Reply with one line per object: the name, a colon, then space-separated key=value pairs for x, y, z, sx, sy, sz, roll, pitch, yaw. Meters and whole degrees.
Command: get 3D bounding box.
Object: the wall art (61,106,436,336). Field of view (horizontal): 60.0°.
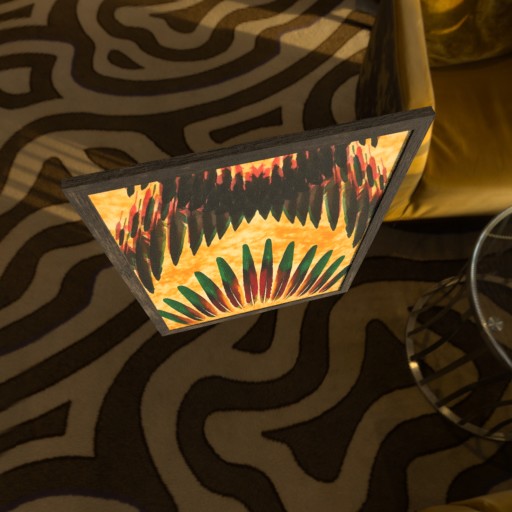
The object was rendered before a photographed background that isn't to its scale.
wall art: x=0.000 y=0.000 z=1.417 sx=0.812 sy=1.066 sz=0.029 roll=-13 pitch=65 yaw=-6
